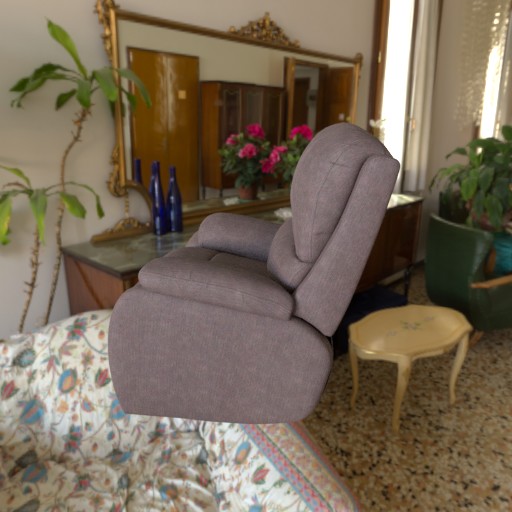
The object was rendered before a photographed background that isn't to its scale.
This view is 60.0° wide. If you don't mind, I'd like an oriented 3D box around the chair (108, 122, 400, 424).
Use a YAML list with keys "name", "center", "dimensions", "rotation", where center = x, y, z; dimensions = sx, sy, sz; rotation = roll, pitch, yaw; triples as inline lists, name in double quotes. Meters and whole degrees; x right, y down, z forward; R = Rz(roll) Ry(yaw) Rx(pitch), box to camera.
- name: "chair"
  center: [0.000, 0.000, 1.753]
  dimensions: [0.899, 1.011, 0.930]
  rotation: [2, 16, 7]
